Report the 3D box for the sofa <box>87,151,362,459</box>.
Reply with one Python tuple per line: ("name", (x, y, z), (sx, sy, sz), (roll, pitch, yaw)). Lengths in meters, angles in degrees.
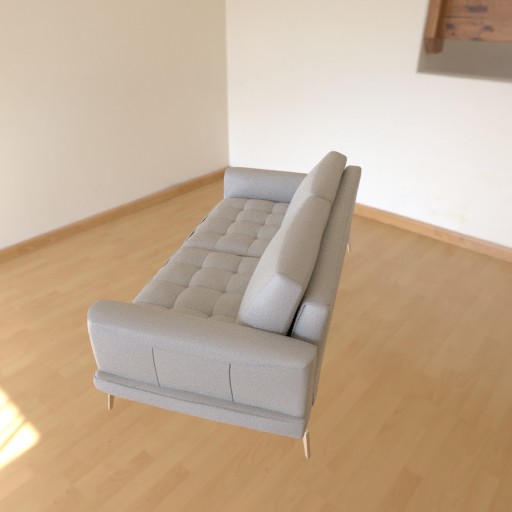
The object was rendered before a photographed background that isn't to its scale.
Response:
("sofa", (0.000, 0.000, 2.824), (1.121, 0.930, 2.177), (8, 32, 13))
